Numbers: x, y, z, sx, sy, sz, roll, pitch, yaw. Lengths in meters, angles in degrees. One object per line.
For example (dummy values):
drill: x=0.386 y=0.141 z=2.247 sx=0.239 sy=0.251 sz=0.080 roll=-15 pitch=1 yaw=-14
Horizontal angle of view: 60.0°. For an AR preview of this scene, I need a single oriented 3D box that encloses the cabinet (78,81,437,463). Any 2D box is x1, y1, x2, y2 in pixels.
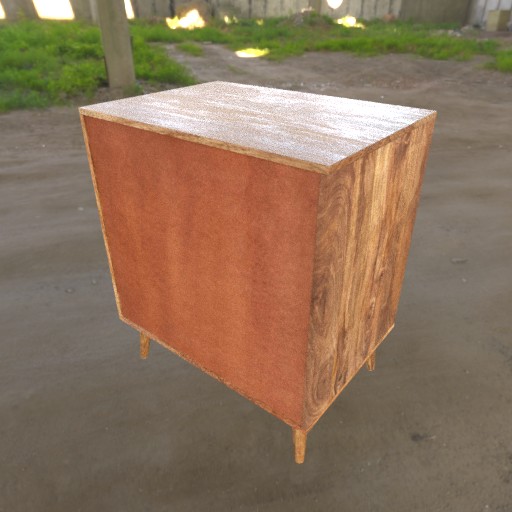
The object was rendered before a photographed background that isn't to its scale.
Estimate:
cabinet: x=0.000 y=0.000 z=1.176 sx=0.647 sy=0.758 sz=0.473 roll=22 pitch=37 yaw=32
